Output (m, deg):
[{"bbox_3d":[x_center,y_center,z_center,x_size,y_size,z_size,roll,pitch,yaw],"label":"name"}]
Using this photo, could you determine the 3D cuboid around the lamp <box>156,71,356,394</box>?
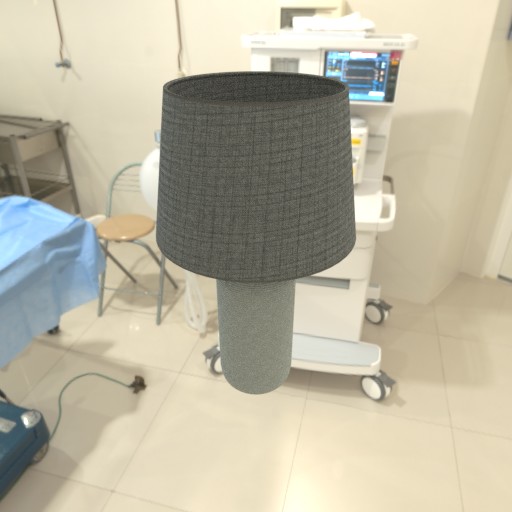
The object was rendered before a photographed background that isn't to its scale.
[{"bbox_3d":[0.000,0.000,0.587,0.251,0.429,0.251,0,30,0],"label":"lamp"}]
